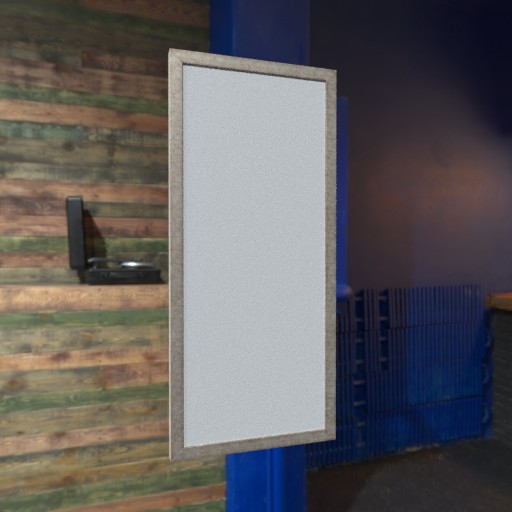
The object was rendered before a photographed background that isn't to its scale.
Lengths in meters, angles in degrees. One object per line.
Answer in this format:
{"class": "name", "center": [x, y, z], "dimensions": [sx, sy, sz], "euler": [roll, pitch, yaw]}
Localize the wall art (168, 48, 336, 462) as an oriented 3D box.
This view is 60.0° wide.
{"class": "wall art", "center": [0.000, 0.000, 1.682], "dimensions": [0.648, 1.461, 0.051], "euler": [0, 1, -17]}
